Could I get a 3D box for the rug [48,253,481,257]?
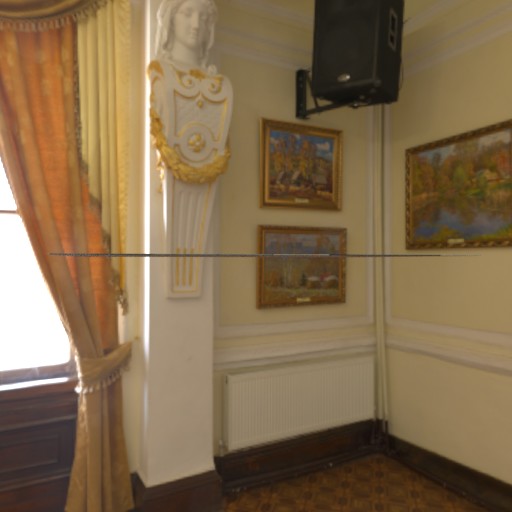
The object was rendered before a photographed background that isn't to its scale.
[{"bbox_3d":[0.000,0.000,3.081,2.420,0.005,1.528,0,-1,-17],"label":"rug"}]
